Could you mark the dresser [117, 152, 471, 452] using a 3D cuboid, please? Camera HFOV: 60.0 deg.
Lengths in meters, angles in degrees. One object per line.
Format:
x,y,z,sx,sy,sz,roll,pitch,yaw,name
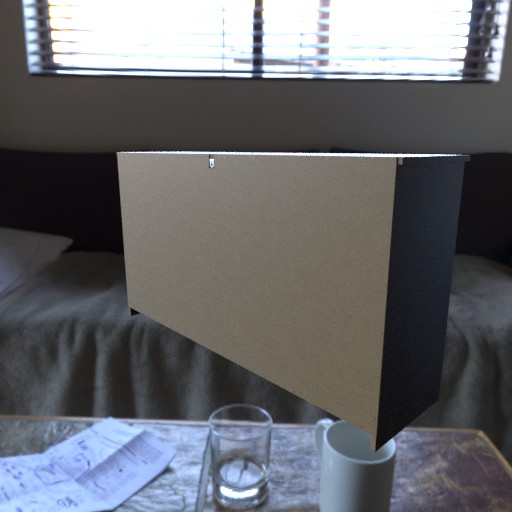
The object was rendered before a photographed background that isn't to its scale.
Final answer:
0.000,0.000,1.672,0.401,0.755,1.360,-13,19,-42,dresser
